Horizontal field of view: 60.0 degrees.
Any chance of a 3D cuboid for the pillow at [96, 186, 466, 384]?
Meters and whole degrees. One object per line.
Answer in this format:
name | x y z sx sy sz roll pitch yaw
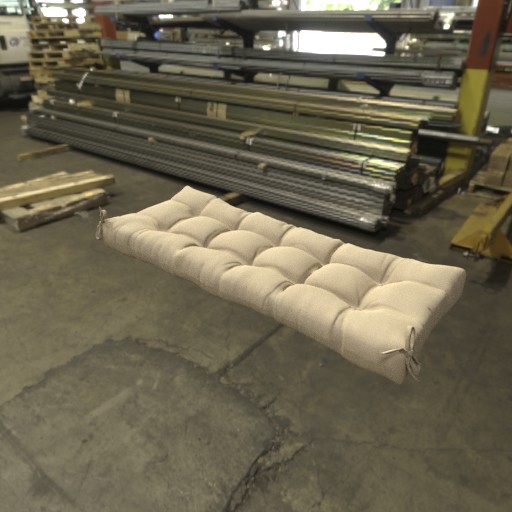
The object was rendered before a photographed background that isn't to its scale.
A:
pillow | 0.000 0.000 1.398 1.194 0.174 0.511 21 35 32
